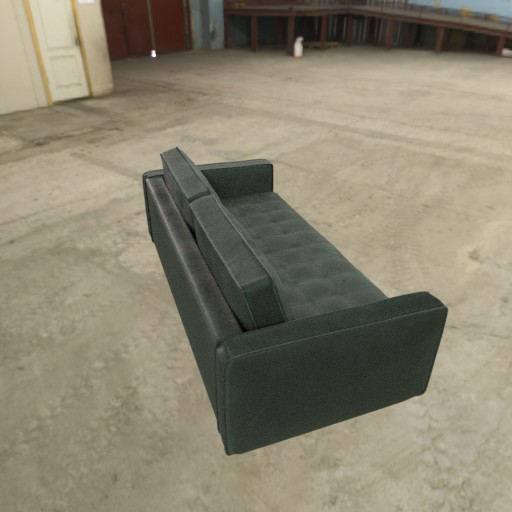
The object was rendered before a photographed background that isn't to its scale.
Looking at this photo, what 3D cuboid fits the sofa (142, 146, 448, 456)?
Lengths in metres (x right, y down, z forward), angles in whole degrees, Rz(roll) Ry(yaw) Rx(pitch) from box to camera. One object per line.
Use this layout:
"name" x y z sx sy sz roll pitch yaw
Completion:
"sofa" 0.000 0.000 2.288 0.886 0.781 1.816 -11 32 -17
